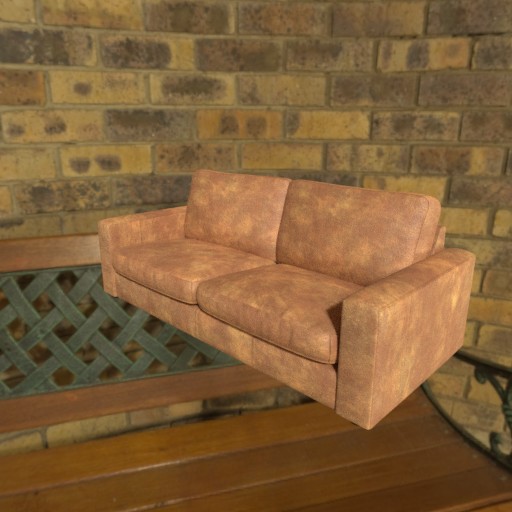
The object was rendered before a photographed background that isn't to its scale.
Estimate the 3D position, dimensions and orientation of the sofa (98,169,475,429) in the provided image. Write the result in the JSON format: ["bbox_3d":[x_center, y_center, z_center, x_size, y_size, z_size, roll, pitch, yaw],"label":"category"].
[{"bbox_3d":[0.000,0.000,2.687,2.179,0.873,1.016,16,23,42],"label":"sofa"}]
